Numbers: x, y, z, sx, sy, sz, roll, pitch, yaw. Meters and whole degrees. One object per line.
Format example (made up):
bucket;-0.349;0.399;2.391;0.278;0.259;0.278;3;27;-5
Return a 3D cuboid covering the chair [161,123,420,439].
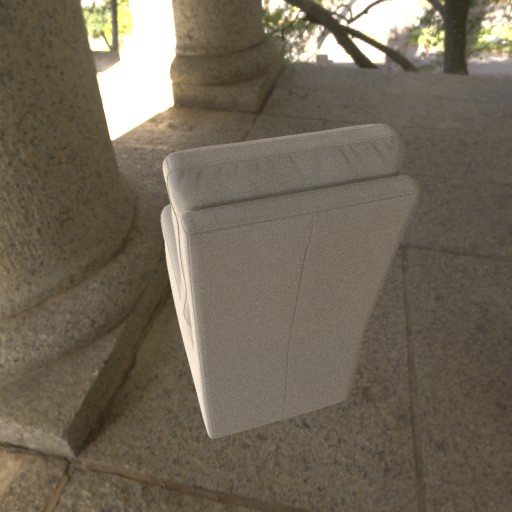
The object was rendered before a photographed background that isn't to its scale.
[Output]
chair;0.000;0.000;1.317;0.503;0.927;0.698;-11;42;-13
